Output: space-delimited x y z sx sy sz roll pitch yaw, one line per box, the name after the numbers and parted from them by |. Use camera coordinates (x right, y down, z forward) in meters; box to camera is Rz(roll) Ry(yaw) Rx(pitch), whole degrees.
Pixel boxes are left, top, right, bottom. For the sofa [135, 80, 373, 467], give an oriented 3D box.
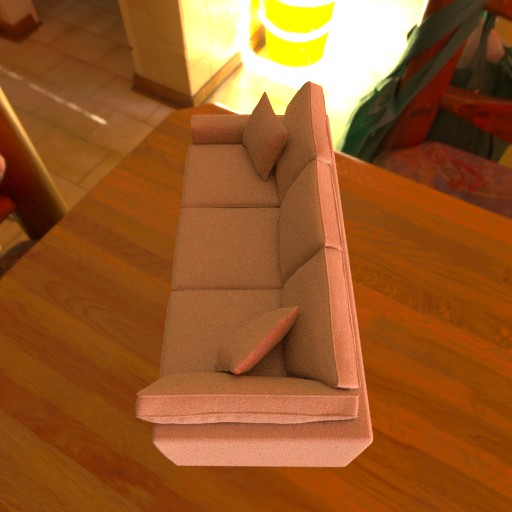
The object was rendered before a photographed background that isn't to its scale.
0.000 0.000 2.793 1.061 0.962 2.317 0 57 0 | sofa
